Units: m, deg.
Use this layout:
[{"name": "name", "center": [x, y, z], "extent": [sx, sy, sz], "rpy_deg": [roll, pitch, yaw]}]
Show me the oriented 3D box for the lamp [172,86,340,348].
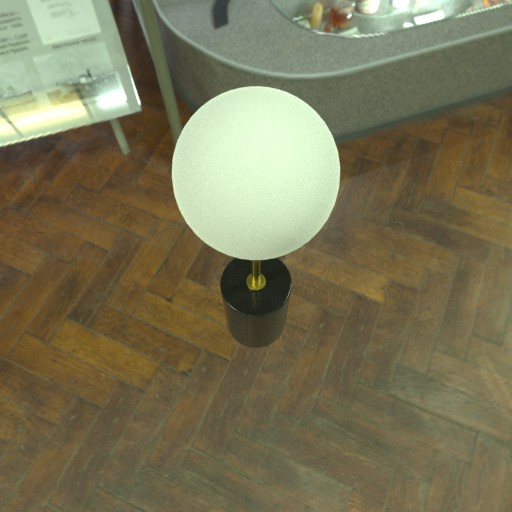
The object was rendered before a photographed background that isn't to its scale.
[{"name": "lamp", "center": [0.000, 0.000, 0.555], "extent": [0.153, 0.480, 0.153], "rpy_deg": [0, 63, 0]}]
